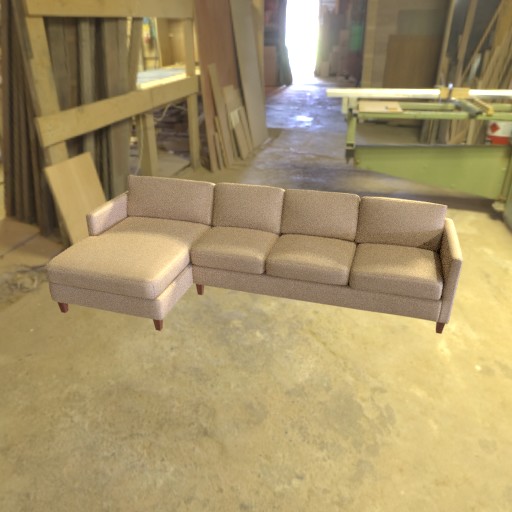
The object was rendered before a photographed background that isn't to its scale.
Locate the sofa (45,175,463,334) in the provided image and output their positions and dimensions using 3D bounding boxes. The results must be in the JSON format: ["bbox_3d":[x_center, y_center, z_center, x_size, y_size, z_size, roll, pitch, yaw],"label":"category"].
[{"bbox_3d":[0.000,0.000,3.779,3.201,0.876,1.502,8,27,15],"label":"sofa"}]
